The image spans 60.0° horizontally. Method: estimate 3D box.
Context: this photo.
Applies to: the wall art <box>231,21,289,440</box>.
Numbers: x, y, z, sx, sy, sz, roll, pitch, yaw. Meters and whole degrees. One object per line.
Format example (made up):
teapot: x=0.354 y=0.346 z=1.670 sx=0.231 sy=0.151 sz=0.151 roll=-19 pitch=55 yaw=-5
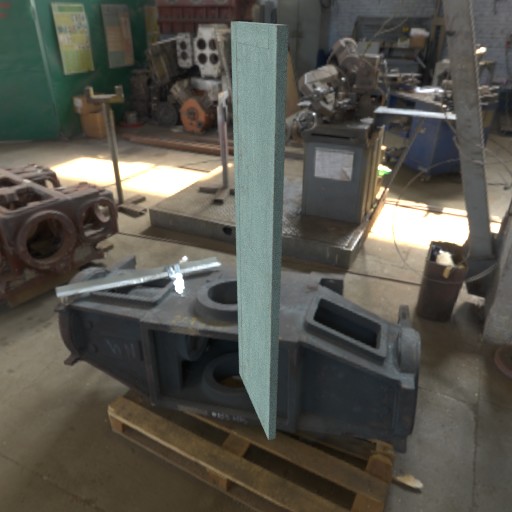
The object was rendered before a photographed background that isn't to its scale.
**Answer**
wall art: x=0.000 y=0.000 z=1.310 sx=0.025 sy=1.219 sz=0.329 roll=-10 pitch=30 yaw=-17
